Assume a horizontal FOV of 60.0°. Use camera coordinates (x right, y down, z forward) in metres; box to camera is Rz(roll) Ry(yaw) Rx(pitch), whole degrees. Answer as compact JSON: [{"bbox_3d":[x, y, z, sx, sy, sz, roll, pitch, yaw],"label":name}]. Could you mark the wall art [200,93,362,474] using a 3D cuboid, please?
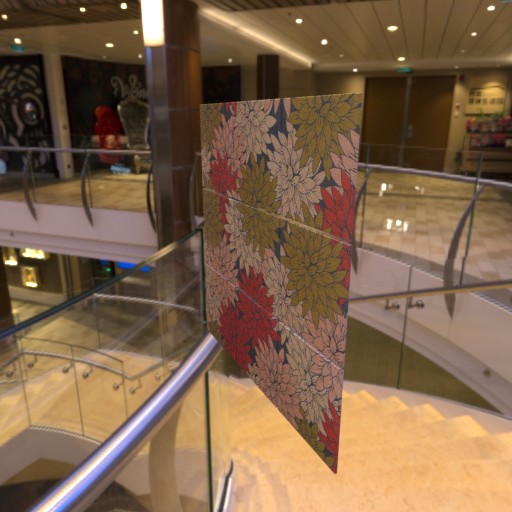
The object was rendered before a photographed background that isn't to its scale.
[{"bbox_3d":[0.000,0.000,2.319,0.013,1.534,1.519,-9,19,-26],"label":"wall art"}]
